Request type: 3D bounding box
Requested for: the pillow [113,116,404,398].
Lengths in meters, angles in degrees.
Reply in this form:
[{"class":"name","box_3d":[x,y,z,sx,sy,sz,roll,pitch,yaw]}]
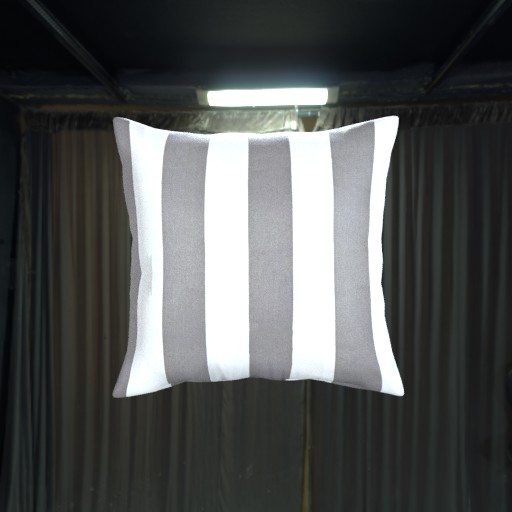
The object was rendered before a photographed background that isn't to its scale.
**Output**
[{"class":"pillow","box_3d":[0.000,0.000,0.796,0.522,0.507,0.192,0,-1,1]}]
